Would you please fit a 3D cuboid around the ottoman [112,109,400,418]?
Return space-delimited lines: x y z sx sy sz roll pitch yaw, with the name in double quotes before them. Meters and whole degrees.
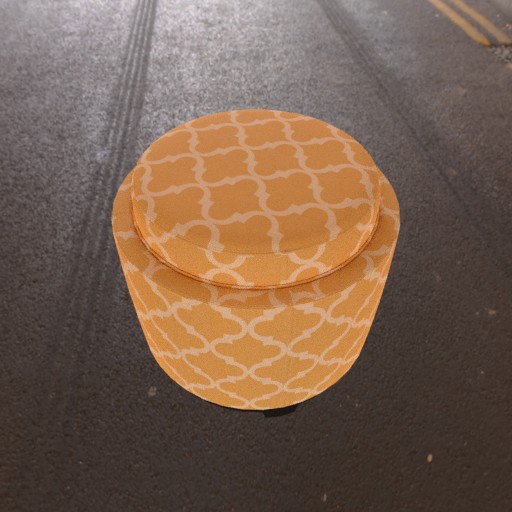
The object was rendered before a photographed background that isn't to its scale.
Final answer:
"ottoman" 0.000 0.000 0.844 0.480 0.429 0.480 0 46 0
